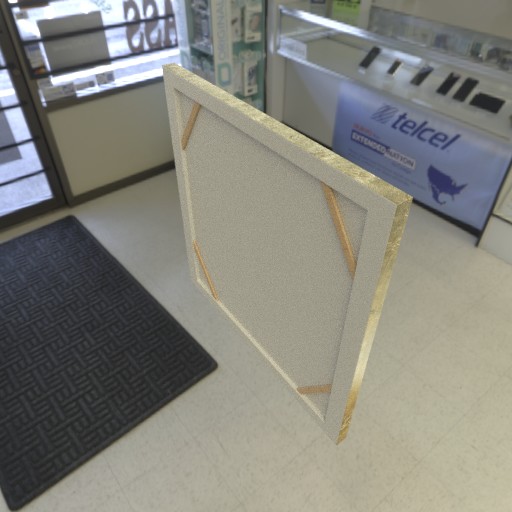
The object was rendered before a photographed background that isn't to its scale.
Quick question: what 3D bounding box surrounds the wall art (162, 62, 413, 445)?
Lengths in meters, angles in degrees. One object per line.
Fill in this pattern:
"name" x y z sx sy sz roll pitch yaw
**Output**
"wall art" 0.000 0.000 1.645 0.051 1.091 1.092 -26 47 -26
